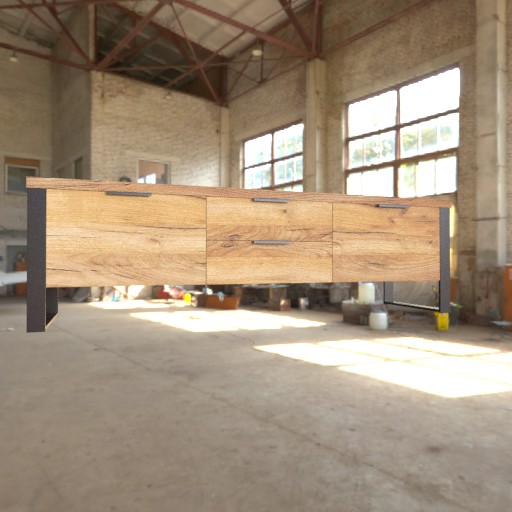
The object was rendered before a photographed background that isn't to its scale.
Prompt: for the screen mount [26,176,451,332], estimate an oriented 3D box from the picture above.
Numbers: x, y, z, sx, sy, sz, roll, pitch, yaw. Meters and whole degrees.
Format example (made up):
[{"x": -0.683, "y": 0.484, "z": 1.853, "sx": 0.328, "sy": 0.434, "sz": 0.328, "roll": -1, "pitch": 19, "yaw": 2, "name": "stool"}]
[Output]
[{"x": 0.000, "y": 0.000, "z": 1.694, "sx": 1.524, "sy": 0.450, "sz": 0.395, "roll": 0, "pitch": -1, "yaw": -19, "name": "screen mount"}]
